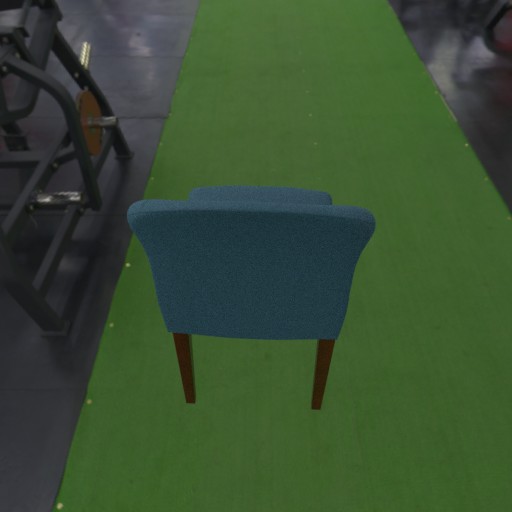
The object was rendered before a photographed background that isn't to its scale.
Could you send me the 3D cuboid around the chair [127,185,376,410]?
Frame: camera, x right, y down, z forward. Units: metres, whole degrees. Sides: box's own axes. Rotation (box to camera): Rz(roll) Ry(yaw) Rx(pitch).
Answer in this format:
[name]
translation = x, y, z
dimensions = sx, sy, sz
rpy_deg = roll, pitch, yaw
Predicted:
[chair]
translation = 0.000, 0.000, 1.275
dimensions = 0.507, 0.879, 0.620
rpy_deg = 2, 46, 2
